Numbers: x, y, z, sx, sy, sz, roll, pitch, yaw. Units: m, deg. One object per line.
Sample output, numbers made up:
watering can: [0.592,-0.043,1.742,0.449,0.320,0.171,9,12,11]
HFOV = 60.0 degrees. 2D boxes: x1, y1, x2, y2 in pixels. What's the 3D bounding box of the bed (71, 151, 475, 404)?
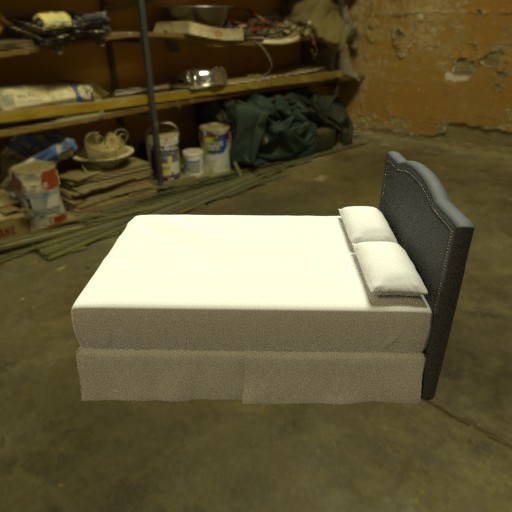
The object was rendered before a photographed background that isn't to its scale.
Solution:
bed: [0.000,0.000,3.524,2.507,1.441,1.747,1,27,1]
